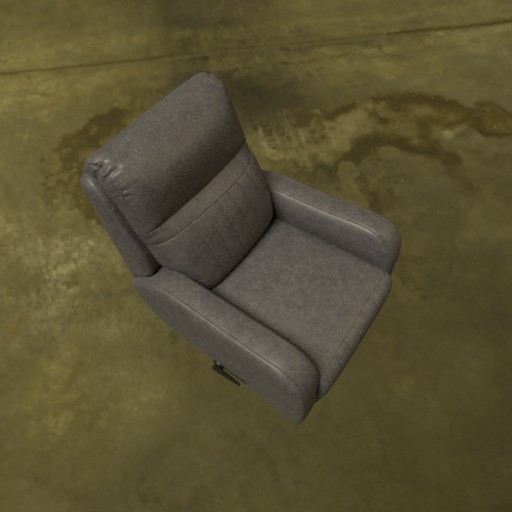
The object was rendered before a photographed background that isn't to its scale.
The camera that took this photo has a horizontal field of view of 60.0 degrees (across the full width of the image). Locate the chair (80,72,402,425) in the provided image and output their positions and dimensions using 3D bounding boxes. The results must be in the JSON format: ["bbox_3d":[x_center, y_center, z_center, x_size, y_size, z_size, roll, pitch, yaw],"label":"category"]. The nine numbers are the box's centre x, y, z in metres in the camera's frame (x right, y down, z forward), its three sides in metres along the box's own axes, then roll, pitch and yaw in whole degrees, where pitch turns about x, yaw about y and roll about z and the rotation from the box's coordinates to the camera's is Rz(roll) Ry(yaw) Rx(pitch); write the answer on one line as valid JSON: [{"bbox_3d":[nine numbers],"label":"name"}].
[{"bbox_3d":[0.000,0.000,1.851,1.067,1.067,0.865,31,63,18],"label":"chair"}]
